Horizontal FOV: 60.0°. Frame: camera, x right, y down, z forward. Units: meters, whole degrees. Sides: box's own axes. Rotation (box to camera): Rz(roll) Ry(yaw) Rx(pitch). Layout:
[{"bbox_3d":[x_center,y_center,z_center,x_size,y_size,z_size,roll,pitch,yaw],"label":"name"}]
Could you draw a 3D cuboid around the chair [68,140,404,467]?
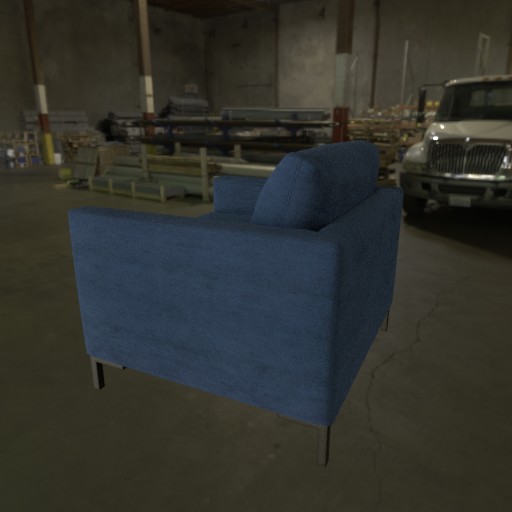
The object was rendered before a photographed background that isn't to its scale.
[{"bbox_3d":[0.000,0.000,1.623,0.875,0.812,0.964,8,19,25],"label":"chair"}]
